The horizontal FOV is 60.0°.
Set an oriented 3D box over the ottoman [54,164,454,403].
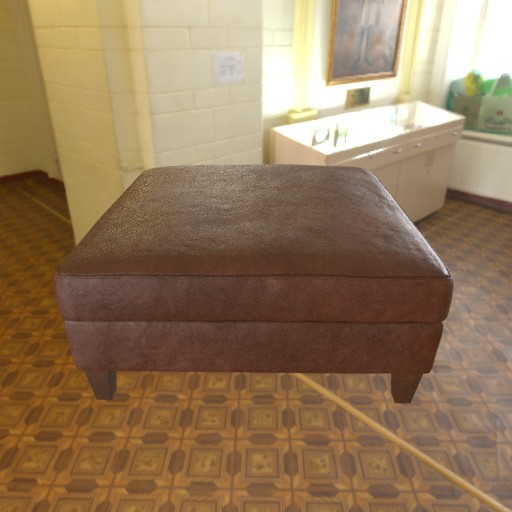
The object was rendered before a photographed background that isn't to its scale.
[{"bbox_3d":[0.000,0.000,1.313,0.844,0.415,0.836,0,27,1],"label":"ottoman"}]
